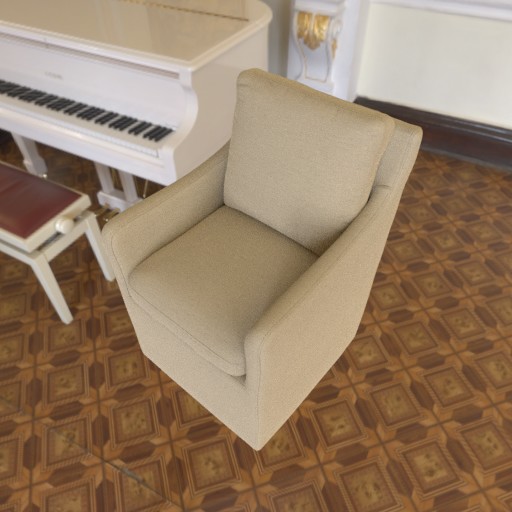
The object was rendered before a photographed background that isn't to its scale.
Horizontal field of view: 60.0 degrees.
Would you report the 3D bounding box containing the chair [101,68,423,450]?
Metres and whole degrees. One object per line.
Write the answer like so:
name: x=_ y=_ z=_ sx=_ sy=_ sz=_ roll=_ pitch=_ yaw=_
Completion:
chair: x=0.000 y=0.000 z=1.389 sx=0.626 sy=0.914 sz=0.694 roll=31 pitch=53 yaw=27
